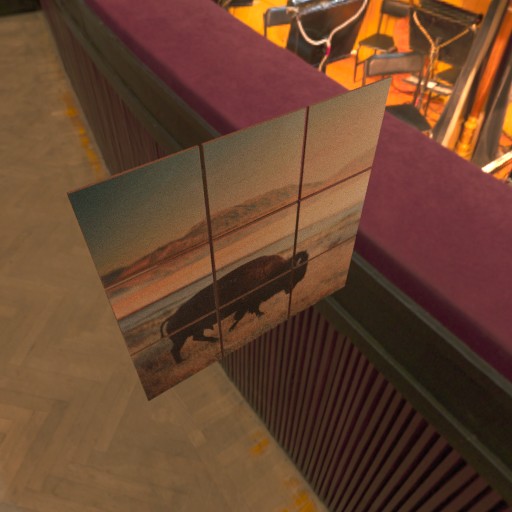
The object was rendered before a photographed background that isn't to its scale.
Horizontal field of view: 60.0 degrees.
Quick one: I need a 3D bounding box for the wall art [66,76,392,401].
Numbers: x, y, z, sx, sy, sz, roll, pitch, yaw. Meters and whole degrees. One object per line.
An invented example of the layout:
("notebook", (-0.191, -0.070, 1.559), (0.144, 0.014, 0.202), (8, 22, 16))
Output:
("wall art", (0.000, 0.000, 2.333), (1.533, 1.532, 0.019), (-27, 52, -23))
